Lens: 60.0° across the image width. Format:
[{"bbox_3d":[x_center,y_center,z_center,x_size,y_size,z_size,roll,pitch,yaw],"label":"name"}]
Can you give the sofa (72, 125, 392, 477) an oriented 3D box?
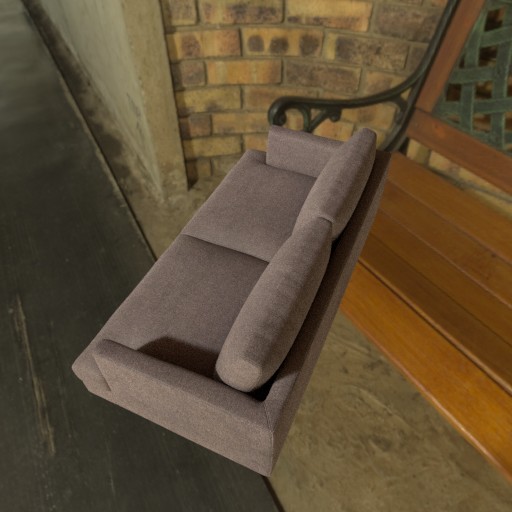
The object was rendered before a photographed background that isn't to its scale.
[{"bbox_3d":[0.000,0.000,2.486,1.020,0.868,1.948,18,50,16],"label":"sofa"}]
